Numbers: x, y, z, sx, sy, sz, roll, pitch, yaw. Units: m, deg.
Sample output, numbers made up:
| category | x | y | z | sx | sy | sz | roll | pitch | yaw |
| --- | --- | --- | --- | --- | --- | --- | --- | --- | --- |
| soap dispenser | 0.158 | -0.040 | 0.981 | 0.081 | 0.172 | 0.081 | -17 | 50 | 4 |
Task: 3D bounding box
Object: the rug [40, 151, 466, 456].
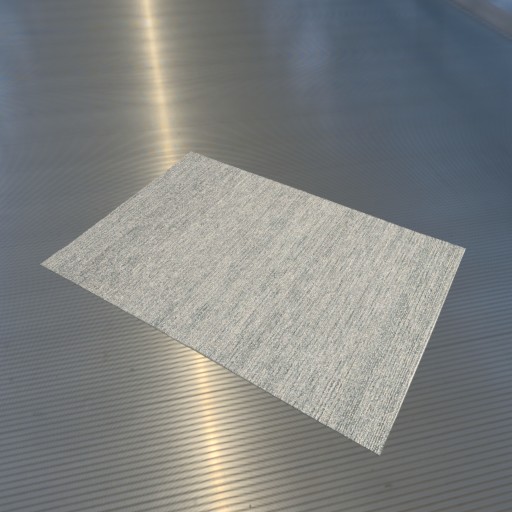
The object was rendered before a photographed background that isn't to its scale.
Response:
| category | x | y | z | sx | sy | sz | roll | pitch | yaw |
| --- | --- | --- | --- | --- | --- | --- | --- | --- | --- |
| rug | 0.000 | 0.000 | 2.938 | 2.338 | 0.030 | 1.616 | 24 | 49 | 22 |
